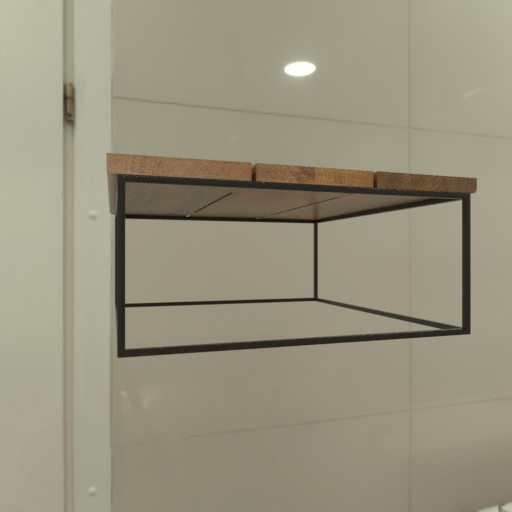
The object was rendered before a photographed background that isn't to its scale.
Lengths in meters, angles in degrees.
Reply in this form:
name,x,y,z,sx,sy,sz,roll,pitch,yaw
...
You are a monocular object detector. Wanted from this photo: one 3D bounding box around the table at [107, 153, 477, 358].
name,x,y,z,sx,sy,sz,roll,pitch,yaw
table,0.000,0.000,1.426,0.900,0.400,0.900,0,0,-18
